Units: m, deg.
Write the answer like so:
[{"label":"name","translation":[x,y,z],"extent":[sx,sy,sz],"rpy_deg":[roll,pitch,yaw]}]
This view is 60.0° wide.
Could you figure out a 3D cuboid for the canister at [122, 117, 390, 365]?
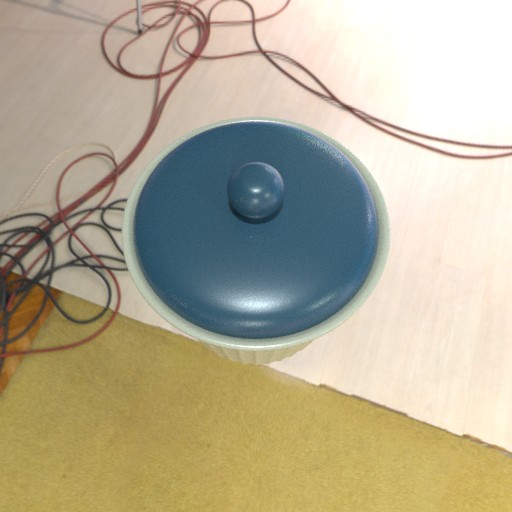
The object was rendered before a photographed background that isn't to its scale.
[{"label":"canister","translation":[0.000,0.000,0.353],"extent":[0.181,0.211,0.181],"rpy_deg":[0,64,0]}]
